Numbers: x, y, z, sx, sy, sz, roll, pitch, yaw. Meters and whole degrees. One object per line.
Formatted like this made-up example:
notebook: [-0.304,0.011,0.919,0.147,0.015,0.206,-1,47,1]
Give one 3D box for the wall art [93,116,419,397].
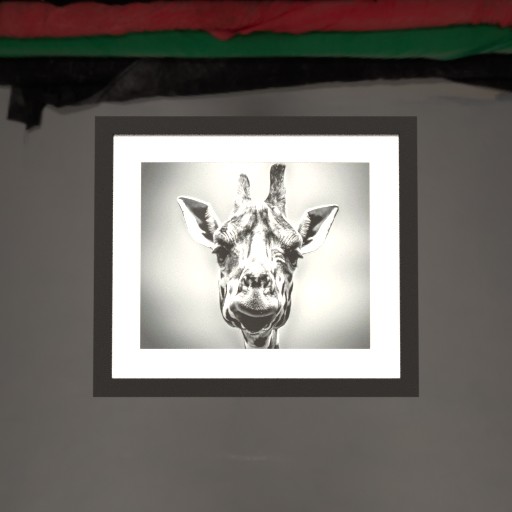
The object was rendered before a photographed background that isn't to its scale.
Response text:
wall art: [0.000,0.000,0.536,0.381,0.330,0.031,0,-1,0]
